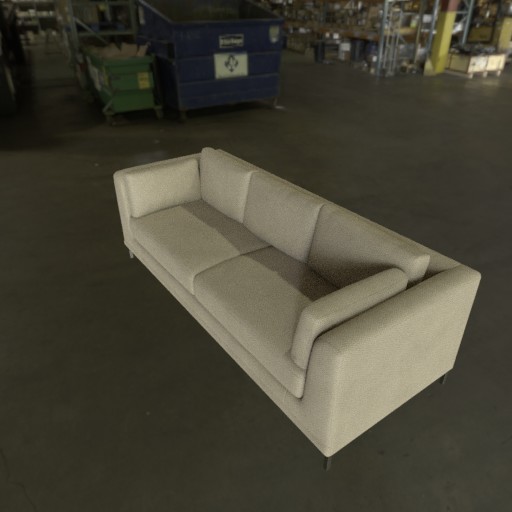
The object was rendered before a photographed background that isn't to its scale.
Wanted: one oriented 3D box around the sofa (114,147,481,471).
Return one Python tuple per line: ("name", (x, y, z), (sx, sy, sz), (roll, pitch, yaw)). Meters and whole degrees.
("sofa", (0.000, 0.000, 2.902), (0.969, 0.867, 2.415), (-20, 36, -30))
